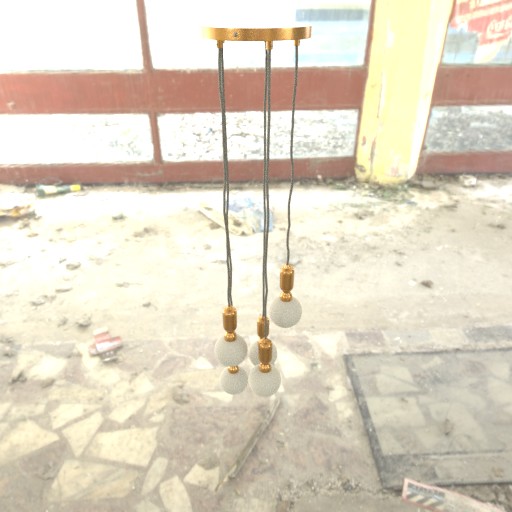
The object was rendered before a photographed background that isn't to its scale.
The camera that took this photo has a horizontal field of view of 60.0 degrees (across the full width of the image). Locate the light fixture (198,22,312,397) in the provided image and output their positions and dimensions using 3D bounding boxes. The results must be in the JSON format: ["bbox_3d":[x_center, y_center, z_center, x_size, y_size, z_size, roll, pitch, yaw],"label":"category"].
[{"bbox_3d":[0.000,0.000,0.492,0.108,0.457,0.105,9,32,15],"label":"light fixture"}]
